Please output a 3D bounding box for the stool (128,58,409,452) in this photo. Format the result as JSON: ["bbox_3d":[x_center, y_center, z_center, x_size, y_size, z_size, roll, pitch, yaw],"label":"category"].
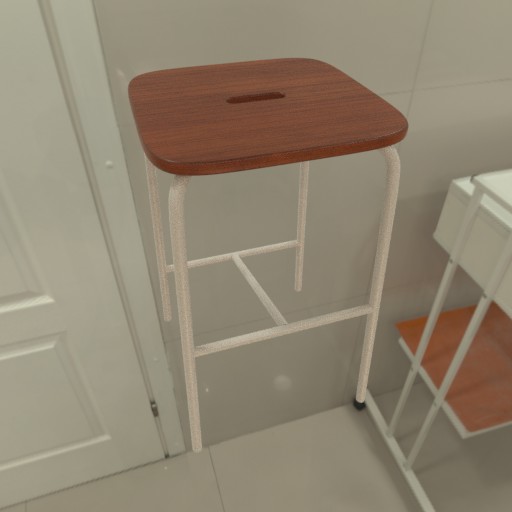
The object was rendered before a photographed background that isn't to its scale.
[{"bbox_3d":[0.000,0.000,0.852,0.376,0.610,0.376,-12,41,-14],"label":"stool"}]
